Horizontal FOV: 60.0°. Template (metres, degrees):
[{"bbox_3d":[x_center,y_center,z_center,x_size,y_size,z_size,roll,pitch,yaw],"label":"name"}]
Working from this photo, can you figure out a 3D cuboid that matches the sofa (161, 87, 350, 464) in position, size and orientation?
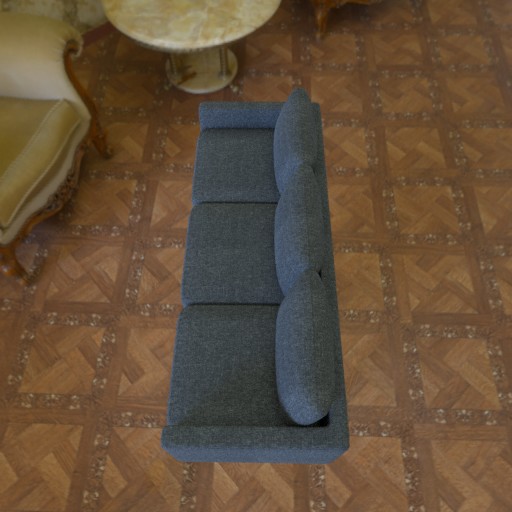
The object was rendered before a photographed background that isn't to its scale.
[{"bbox_3d":[0.000,0.000,2.677,0.859,0.874,2.218,1,59,0],"label":"sofa"}]
